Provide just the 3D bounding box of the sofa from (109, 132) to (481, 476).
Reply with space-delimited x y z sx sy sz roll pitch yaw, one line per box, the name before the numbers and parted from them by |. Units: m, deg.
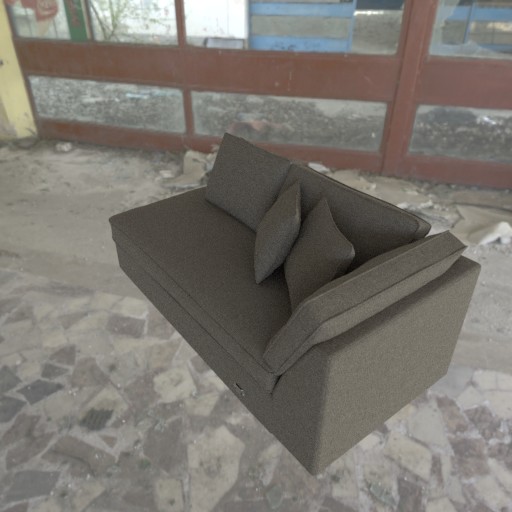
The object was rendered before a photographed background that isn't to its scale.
sofa | 0.000 0.000 2.787 1.110 1.033 2.237 -22 39 -31
